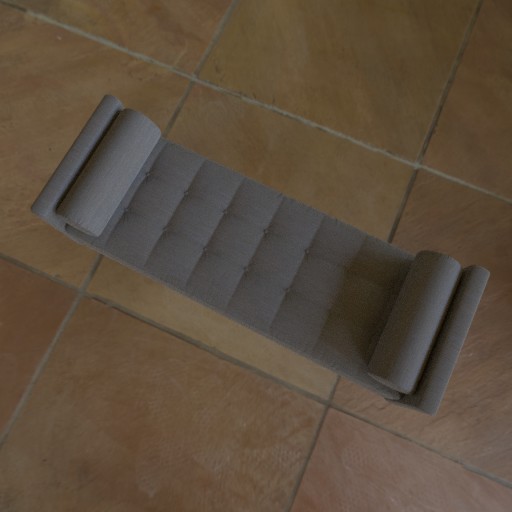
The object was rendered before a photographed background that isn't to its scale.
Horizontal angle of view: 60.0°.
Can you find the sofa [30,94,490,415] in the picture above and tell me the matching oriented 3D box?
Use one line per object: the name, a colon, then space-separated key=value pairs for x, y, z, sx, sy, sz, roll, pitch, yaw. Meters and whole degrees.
sofa: x=0.000 y=0.000 z=2.270 sx=1.981 sy=0.635 sz=0.686 roll=26 pitch=78 yaw=6
